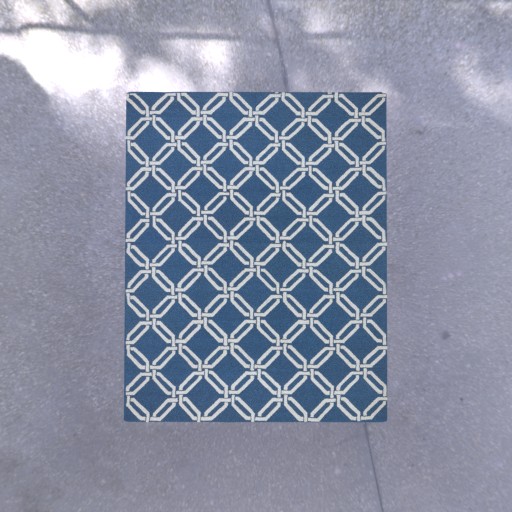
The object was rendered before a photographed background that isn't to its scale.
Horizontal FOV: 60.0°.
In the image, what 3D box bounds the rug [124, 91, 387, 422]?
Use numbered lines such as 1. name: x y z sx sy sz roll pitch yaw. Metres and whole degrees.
1. rug: 0.000 0.000 3.843 2.277 0.020 2.867 0 89 0
